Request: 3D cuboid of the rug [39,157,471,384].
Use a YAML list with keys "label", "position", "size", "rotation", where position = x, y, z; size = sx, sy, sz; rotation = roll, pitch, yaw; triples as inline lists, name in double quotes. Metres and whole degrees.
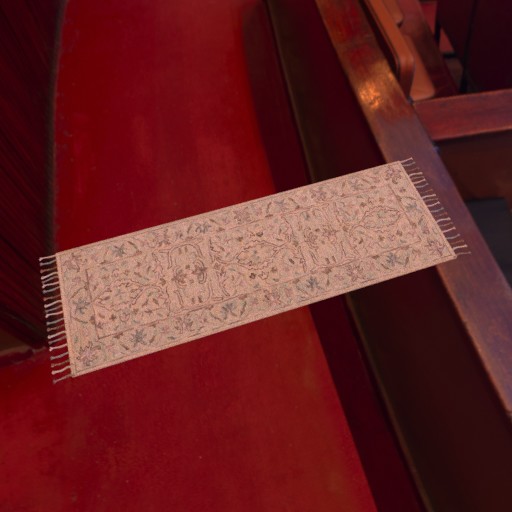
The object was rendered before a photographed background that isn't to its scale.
- label: "rug"
  position: [0.000, 0.000, 2.617]
  size: [2.440, 0.013, 0.769]
  rotation: [-16, 64, -8]
